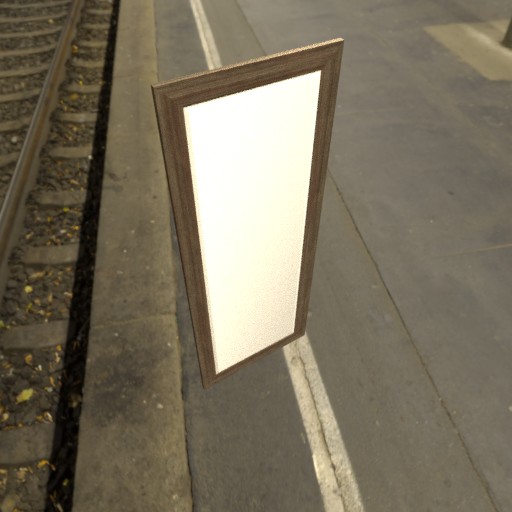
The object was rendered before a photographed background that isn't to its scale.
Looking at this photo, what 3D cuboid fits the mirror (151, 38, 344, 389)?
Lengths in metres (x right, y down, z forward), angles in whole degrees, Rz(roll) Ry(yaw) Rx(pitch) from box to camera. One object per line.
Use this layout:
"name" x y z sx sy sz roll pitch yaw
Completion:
"mirror" 0.000 0.000 2.342 0.812 2.032 0.025 -24 50 -22
